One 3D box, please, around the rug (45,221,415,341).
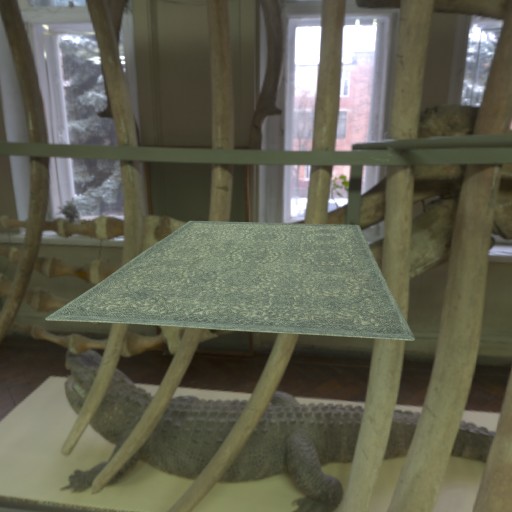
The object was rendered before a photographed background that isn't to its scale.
[{"bbox_3d":[0.000,0.000,2.309,1.224,0.016,1.830,2,15,7],"label":"rug"}]
